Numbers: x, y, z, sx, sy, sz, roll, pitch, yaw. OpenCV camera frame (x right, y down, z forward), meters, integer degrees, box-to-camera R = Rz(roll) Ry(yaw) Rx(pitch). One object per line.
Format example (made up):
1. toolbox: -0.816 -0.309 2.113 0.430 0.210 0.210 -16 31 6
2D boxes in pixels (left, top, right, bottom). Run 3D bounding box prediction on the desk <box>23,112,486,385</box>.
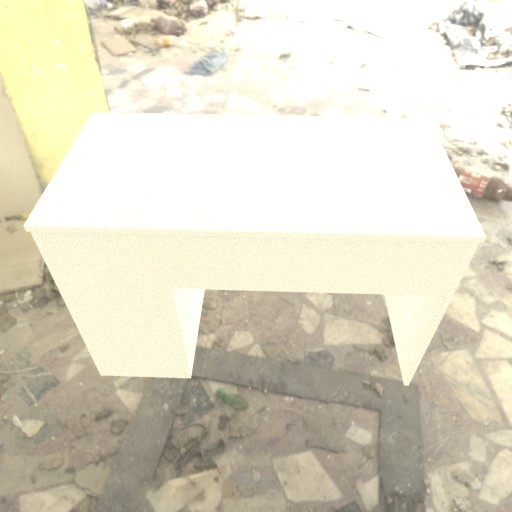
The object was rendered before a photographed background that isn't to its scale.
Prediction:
1. desk: 0.000 0.000 1.506 1.097 0.735 0.560 1 46 1
